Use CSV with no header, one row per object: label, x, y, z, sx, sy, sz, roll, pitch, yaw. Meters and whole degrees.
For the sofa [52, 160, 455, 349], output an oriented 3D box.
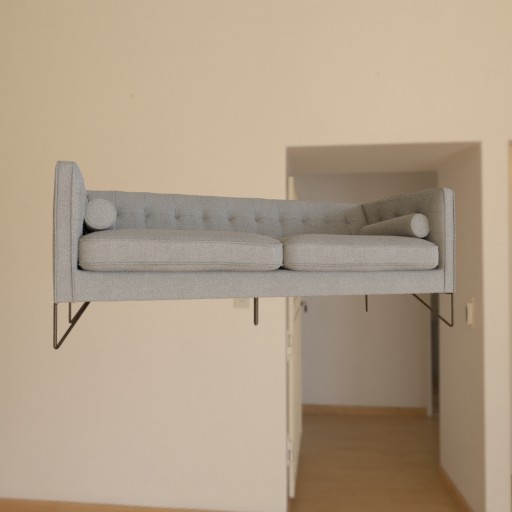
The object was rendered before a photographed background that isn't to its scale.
sofa,0.000,0.000,2.560,2.079,0.798,0.912,0,-1,-19
